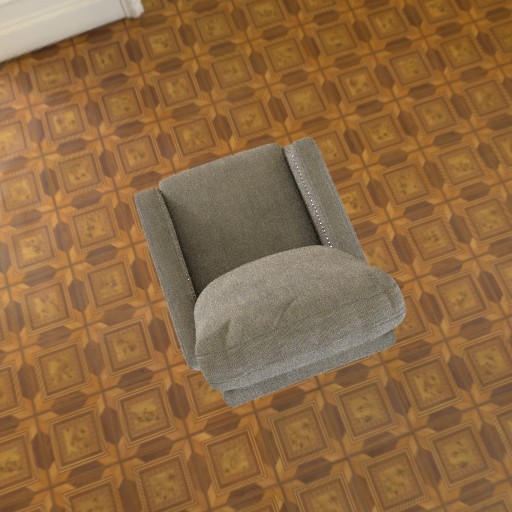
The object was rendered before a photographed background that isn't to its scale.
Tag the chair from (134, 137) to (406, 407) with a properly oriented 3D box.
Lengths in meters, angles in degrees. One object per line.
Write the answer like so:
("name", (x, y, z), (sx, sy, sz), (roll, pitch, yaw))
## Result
("chair", (0.000, 0.000, 1.657), (0.710, 1.049, 0.922), (-19, 76, -5))
